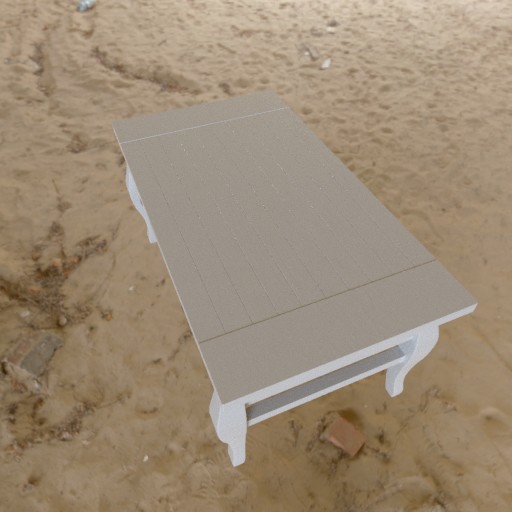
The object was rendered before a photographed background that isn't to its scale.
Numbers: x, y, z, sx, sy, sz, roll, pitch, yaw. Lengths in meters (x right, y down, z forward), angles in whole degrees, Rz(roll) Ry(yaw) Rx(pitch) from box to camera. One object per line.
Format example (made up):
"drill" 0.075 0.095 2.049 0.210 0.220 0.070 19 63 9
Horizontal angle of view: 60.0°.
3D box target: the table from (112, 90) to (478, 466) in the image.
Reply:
"table" 0.000 0.000 1.385 0.600 0.495 1.062 -17 49 -16
